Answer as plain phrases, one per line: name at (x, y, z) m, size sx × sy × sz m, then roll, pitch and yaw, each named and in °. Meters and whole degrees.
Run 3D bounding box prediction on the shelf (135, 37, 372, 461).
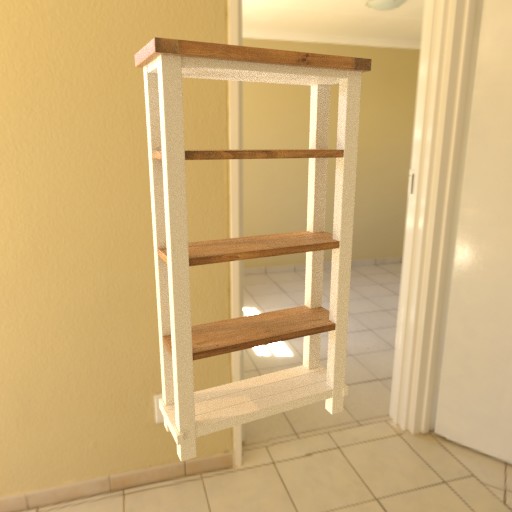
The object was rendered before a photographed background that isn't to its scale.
shelf at (0.000, 0.000, 2.258) m, size 1.022 × 1.878 × 0.381 m, roll -7°, pitch 16°, yaw -25°
